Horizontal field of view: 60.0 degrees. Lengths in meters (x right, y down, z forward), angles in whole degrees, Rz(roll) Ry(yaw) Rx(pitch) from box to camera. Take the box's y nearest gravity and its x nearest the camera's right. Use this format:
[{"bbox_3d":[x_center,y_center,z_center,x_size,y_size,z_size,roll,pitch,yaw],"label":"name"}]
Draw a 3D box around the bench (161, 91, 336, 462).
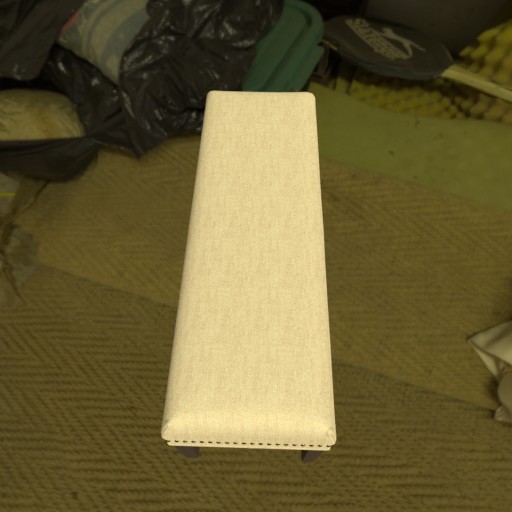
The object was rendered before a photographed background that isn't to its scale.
[{"bbox_3d":[0.000,0.000,1.488,0.410,0.457,1.219,1,58,1],"label":"bench"}]
